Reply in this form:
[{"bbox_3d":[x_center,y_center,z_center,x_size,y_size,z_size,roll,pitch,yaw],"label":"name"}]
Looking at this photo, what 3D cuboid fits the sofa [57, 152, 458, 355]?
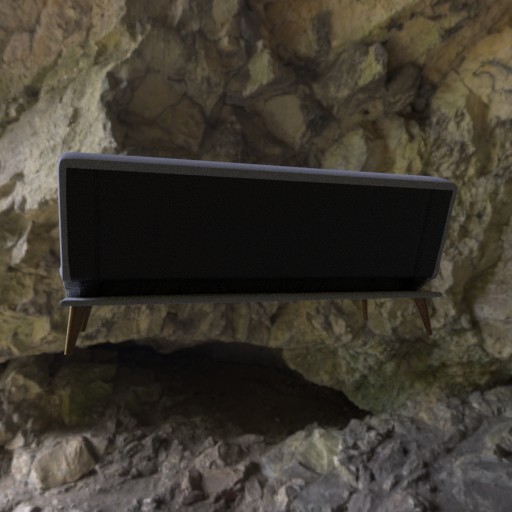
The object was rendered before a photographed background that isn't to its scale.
[{"bbox_3d":[0.000,0.000,2.273,1.800,0.810,0.860,0,-1,-17],"label":"sofa"}]
